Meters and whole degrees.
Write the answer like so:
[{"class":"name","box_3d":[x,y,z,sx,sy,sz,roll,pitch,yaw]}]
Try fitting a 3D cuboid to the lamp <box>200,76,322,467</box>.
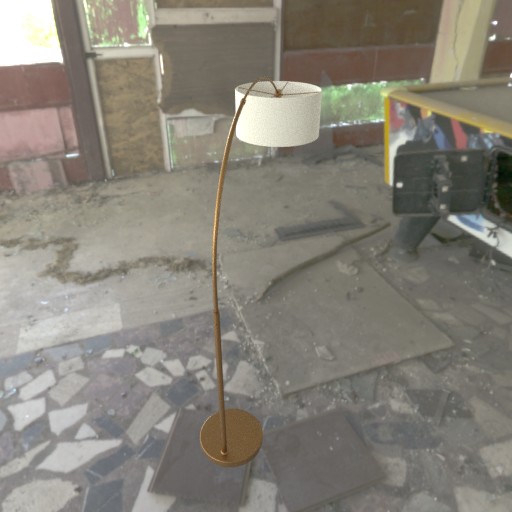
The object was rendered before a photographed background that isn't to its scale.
[{"class":"lamp","box_3d":[0.000,0.000,2.578,0.493,1.927,1.434,8,32,14]}]
